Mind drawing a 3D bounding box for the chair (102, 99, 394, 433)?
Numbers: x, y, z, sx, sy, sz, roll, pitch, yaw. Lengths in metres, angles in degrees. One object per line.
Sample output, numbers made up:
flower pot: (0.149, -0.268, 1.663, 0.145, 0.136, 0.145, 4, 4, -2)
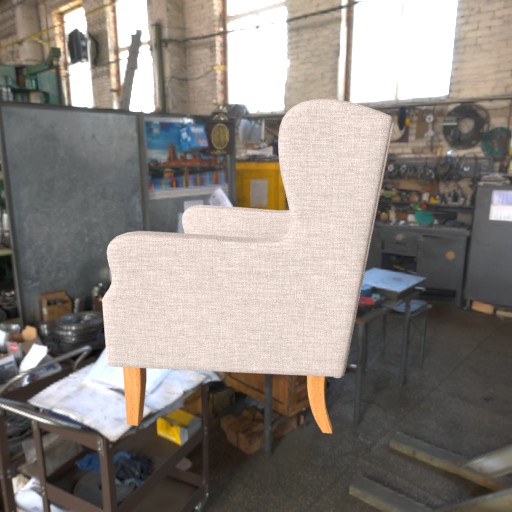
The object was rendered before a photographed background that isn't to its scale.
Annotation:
chair: (0.000, 0.000, 1.495, 0.760, 0.930, 0.710, 2, 13, 9)
